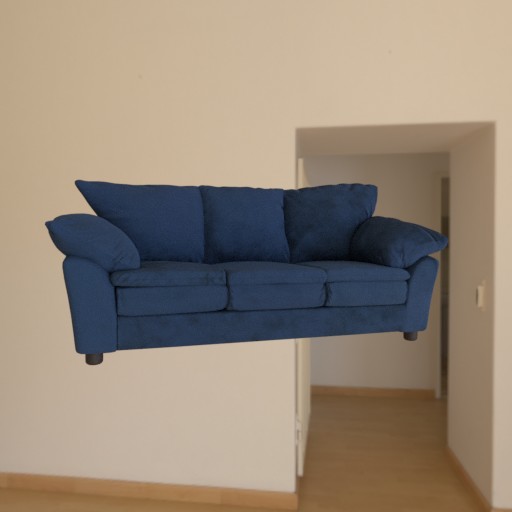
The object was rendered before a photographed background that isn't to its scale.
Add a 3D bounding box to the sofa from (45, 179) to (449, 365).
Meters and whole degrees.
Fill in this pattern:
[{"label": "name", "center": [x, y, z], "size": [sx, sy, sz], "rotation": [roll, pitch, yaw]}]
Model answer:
[{"label": "sofa", "center": [0.000, 0.000, 2.884], "size": [2.390, 1.091, 0.907], "rotation": [0, 1, -18]}]
